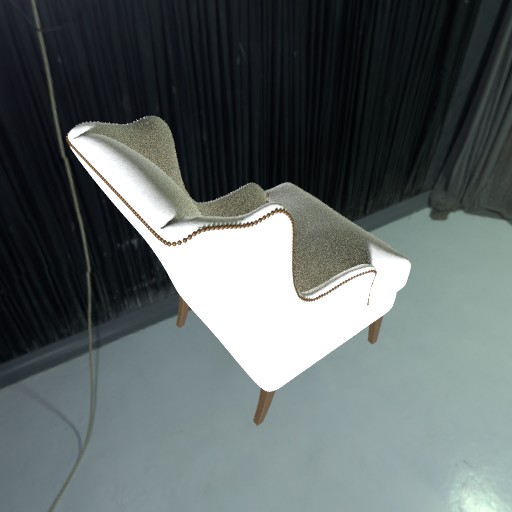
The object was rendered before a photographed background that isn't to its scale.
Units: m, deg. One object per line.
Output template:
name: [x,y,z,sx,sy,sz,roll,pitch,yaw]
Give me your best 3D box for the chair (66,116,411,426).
chair: [0.000,0.000,1.633,0.940,1.029,0.737,-26,47,-27]
